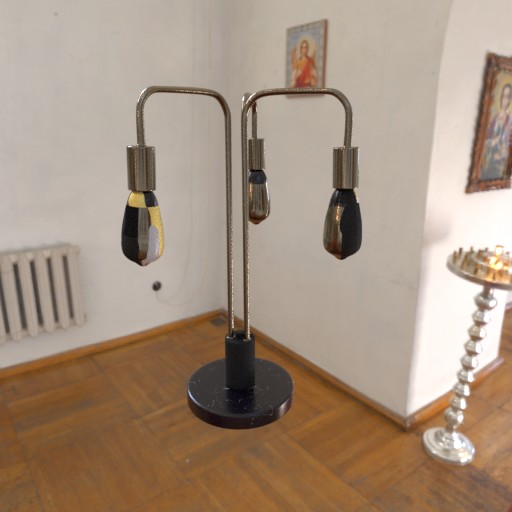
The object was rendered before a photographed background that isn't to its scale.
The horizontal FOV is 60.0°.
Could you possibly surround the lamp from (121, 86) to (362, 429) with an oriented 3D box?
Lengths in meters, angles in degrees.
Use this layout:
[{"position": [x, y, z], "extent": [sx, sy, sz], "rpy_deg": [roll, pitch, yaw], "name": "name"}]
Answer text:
[{"position": [0.000, 0.000, 0.798], "extent": [0.355, 0.560, 0.368], "rpy_deg": [2, 17, 8], "name": "lamp"}]
